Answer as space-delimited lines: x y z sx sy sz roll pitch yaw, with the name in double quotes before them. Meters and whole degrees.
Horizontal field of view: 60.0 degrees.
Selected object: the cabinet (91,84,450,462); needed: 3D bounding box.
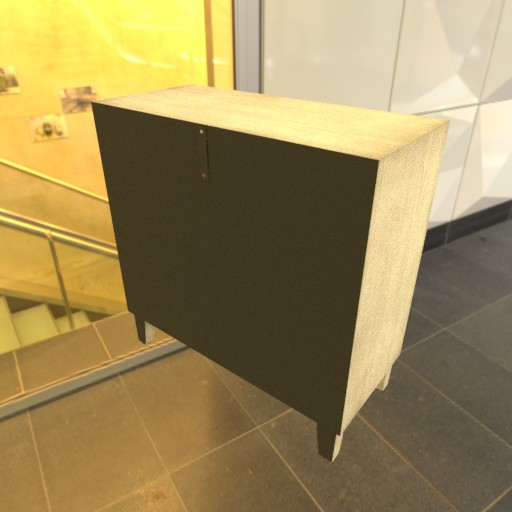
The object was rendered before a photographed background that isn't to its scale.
"cabinet" 0.000 0.000 1.231 0.781 0.787 0.370 21 36 33
